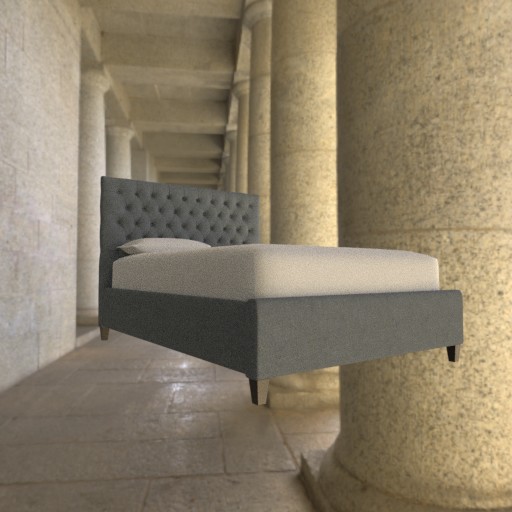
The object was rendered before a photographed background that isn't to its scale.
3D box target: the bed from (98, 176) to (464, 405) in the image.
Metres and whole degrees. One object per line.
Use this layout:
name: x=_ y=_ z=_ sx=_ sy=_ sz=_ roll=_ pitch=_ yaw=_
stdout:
bed: x=0.000 y=0.000 z=3.374 sx=1.698 sy=1.411 sz=2.335 roll=1 pitch=-2 yaw=-36
